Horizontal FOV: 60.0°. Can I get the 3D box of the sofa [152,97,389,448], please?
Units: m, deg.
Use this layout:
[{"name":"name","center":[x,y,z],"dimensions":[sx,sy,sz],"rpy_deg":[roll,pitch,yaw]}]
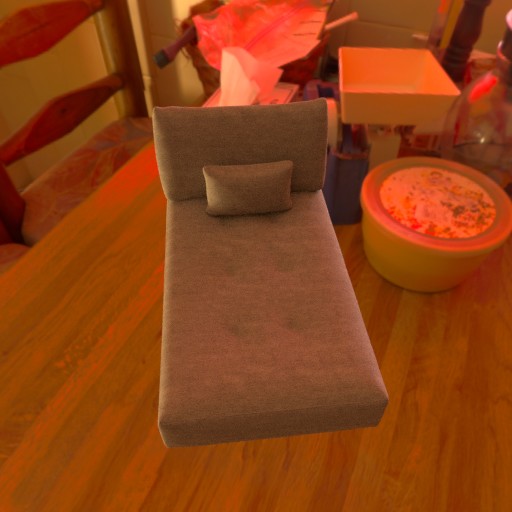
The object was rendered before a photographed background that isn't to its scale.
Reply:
[{"name":"sofa","center":[0.000,0.000,2.080],"dimensions":[0.930,0.820,1.450],"rpy_deg":[-4,47,-4]}]
